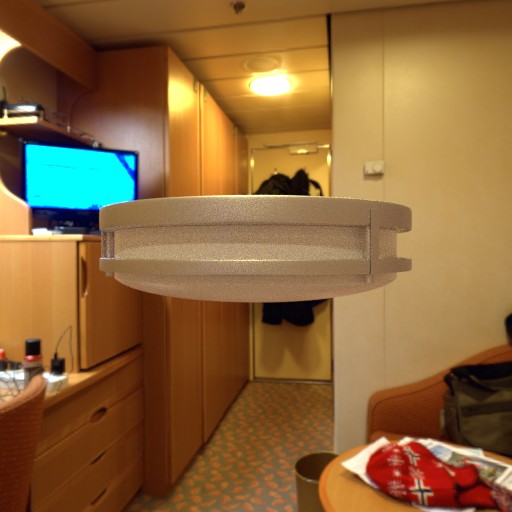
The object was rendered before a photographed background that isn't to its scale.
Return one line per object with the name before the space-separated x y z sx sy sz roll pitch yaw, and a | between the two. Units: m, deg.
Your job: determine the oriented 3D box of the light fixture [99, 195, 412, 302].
light fixture | 0.000 0.000 0.533 0.356 0.102 0.356 0 0 0
